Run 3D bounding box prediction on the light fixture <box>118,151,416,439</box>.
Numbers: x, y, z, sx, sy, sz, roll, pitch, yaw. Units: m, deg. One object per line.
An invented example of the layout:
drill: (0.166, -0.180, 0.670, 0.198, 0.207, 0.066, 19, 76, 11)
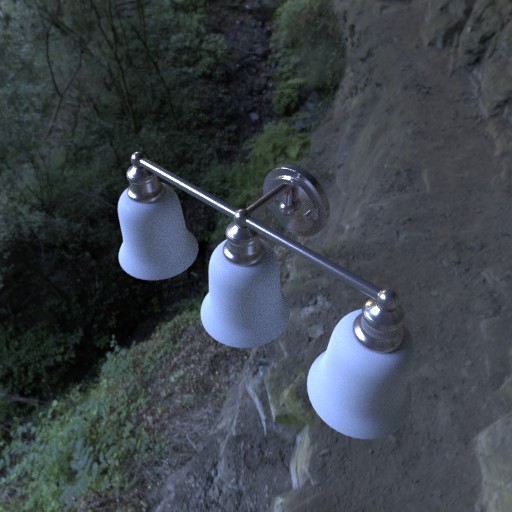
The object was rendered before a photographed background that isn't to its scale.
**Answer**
light fixture: (0.000, 0.000, 0.661, 0.570, 0.211, 0.198, 31, 53, 27)
